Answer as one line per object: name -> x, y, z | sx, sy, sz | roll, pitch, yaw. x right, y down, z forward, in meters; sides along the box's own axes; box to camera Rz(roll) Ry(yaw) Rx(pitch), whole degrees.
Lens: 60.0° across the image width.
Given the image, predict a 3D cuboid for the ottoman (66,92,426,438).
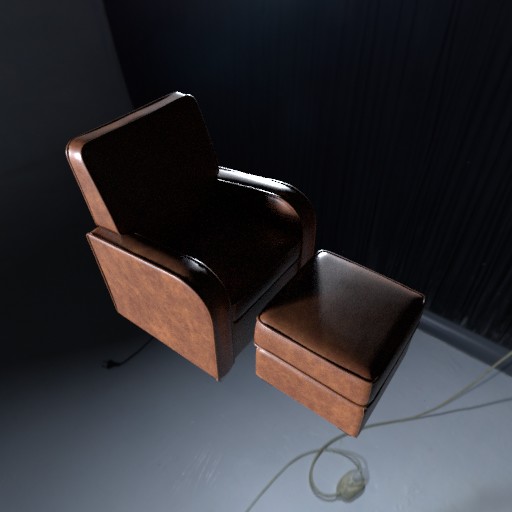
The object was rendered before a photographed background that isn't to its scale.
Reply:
ottoman -> 0.000, 0.000, 1.819 | 1.314, 0.904, 0.732 | 26, 49, 26
